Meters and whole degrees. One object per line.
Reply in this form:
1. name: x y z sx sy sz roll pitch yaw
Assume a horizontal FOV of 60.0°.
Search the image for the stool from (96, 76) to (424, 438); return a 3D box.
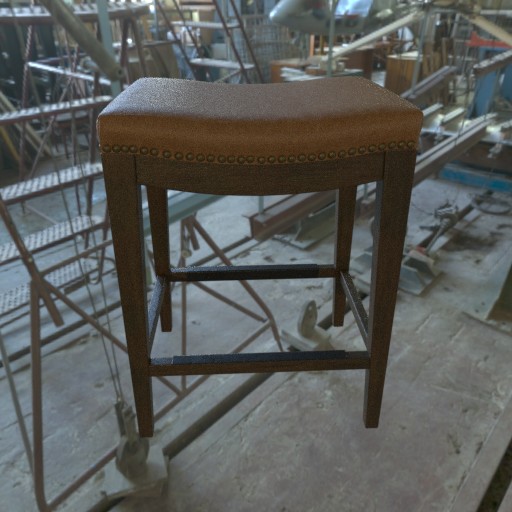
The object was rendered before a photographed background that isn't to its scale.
1. stool: 0.000 0.000 0.921 0.500 0.660 0.361 -1 30 -2
